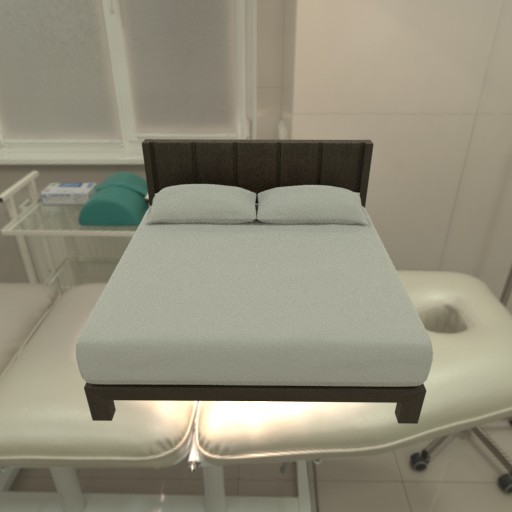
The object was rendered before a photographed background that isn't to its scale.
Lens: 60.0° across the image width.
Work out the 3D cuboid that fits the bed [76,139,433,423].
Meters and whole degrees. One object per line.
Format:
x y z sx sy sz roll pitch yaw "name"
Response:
0.000 0.000 3.538 2.143 1.261 2.238 0 30 1 "bed"
